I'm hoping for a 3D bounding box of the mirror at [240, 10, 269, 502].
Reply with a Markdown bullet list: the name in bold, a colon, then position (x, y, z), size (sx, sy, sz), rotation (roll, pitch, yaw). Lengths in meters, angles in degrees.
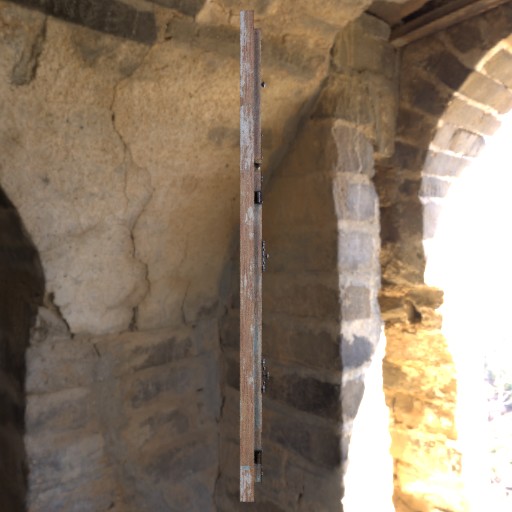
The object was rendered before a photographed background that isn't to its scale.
- **mirror**: position (0.000, 0.000, 1.448), size (0.083, 1.213, 0.707), rotation (0, 0, 0)
